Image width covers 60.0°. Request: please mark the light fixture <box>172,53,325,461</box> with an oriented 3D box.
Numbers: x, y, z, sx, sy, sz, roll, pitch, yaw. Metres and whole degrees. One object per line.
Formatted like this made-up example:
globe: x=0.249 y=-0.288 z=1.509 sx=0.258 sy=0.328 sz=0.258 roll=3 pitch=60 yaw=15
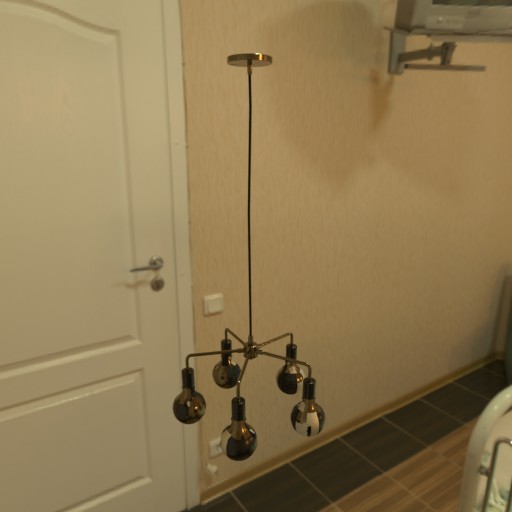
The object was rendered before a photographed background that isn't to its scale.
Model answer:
light fixture: x=0.000 y=0.000 z=1.190 sx=0.421 sy=0.988 sz=0.438 roll=7 pitch=16 yaw=26
